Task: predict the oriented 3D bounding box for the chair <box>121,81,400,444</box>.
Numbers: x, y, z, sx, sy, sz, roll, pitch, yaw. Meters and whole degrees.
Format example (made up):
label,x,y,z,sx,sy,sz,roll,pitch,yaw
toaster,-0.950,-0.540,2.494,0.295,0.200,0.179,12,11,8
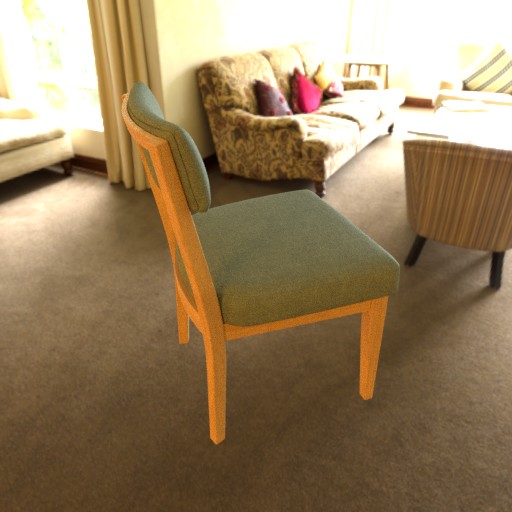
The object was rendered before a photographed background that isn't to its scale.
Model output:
label,x,y,z,sx,sy,sz,roll,pitch,yaw
chair,0.000,0.000,1.178,0.572,0.832,0.508,-11,32,-17
